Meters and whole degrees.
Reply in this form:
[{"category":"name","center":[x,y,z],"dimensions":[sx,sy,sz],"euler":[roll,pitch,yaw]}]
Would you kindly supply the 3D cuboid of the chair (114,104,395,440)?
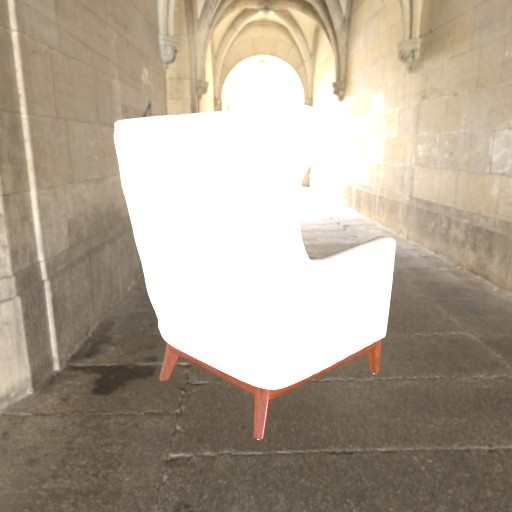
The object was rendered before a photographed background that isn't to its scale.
[{"category":"chair","center":[0.000,0.000,1.754],"dimensions":[0.778,1.079,0.899],"euler":[13,18,42]}]
